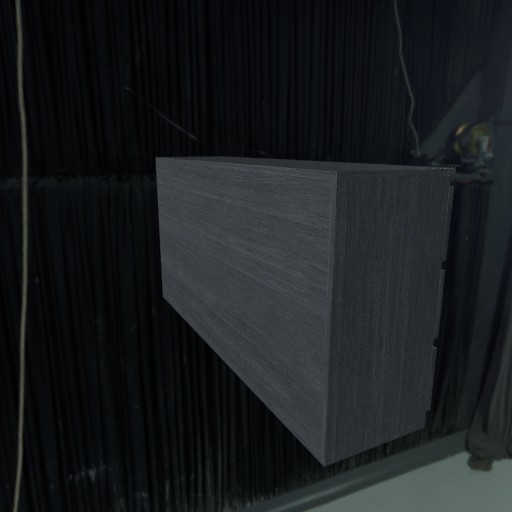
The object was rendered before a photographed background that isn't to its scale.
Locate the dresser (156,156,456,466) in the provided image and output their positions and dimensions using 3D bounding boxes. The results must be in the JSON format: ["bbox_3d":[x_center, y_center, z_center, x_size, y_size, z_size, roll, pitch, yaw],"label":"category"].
[{"bbox_3d":[0.000,0.000,1.894,0.400,0.795,1.590,-7,16,-26],"label":"dresser"}]
